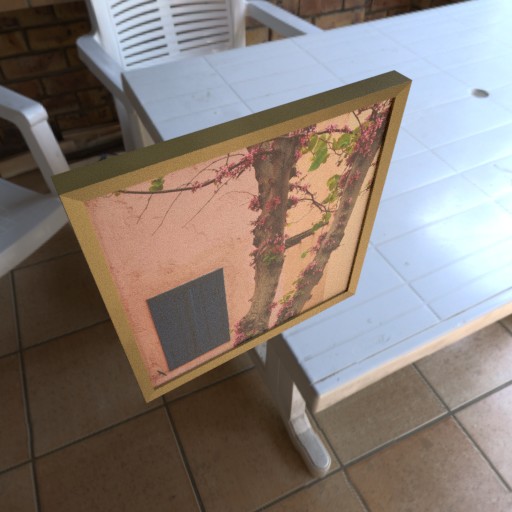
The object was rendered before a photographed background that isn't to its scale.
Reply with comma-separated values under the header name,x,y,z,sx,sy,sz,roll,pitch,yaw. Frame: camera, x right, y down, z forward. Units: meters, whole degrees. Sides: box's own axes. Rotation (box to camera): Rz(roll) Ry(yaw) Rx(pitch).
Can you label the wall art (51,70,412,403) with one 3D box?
name,x,y,z,sx,sy,sz,roll,pitch,yaw
wall art,0.000,0.000,0.755,0.507,0.508,0.038,-24,52,-20
